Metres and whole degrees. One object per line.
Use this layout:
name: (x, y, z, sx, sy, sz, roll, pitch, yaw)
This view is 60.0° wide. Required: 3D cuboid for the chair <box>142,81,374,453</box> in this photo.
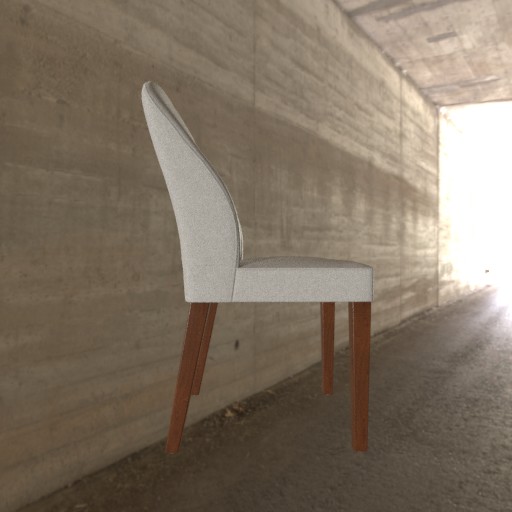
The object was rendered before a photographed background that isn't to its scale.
chair: (0.000, 0.000, 1.214, 0.540, 0.893, 0.472, 0, 0, -1)
